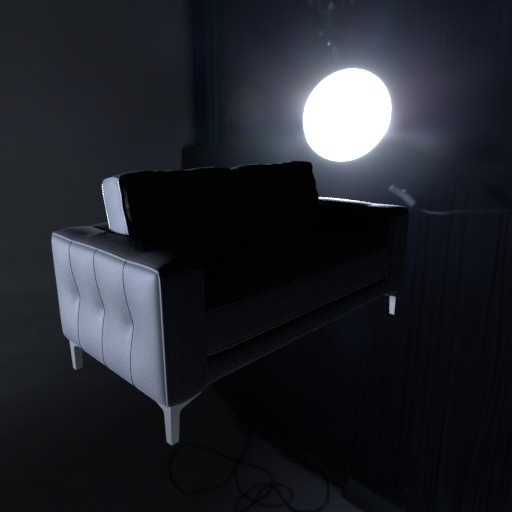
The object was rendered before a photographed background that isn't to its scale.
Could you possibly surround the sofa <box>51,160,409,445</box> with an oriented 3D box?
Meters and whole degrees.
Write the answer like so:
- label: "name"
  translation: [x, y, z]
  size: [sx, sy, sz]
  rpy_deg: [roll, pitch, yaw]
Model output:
- label: "sofa"
  translation: [0.000, 0.000, 2.248]
  size: [0.833, 0.893, 1.726]
  rpy_deg: [14, 21, 42]
